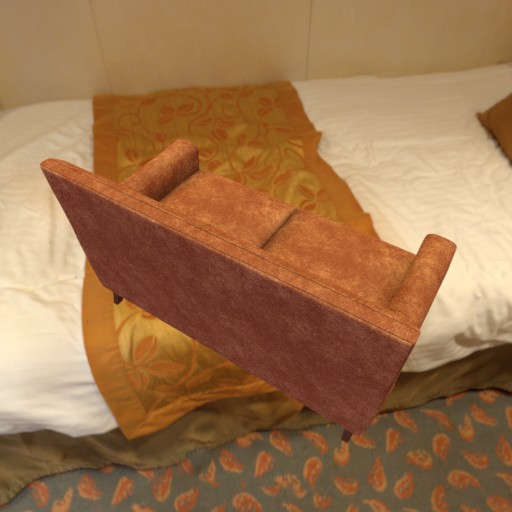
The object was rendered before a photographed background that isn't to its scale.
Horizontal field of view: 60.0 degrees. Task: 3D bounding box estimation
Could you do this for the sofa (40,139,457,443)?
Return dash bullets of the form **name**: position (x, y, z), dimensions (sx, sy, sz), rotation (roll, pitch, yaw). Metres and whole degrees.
- **sofa**: position (0.000, 0.000, 1.948), dimensions (1.473, 0.871, 0.787), rotation (25, 51, 22)
